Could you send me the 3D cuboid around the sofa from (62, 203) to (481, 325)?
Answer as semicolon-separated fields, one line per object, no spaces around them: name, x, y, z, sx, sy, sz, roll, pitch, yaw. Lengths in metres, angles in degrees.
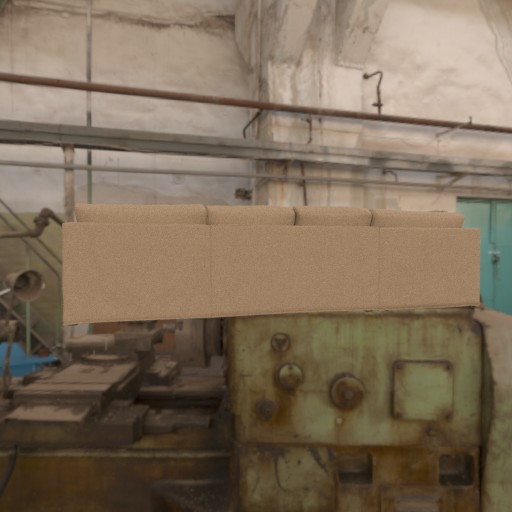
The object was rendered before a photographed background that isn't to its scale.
sofa;0.000;0.000;4.601;3.460;0.882;2.427;0;1;-16
